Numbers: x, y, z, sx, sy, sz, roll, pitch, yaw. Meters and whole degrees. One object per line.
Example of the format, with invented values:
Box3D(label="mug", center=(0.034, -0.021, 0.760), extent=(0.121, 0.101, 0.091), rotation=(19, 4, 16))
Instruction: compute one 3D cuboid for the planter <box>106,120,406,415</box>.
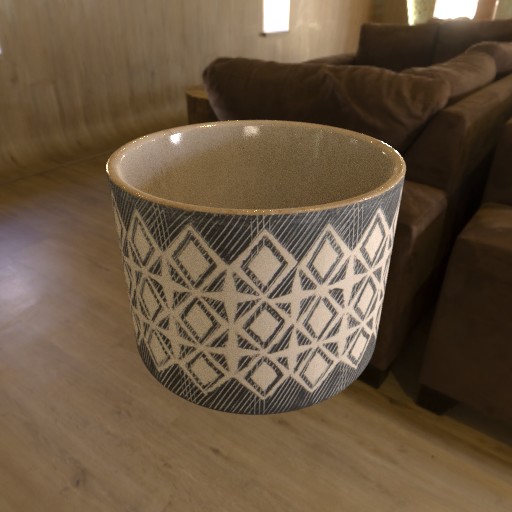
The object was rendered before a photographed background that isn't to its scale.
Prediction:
Box3D(label="planter", center=(0.000, 0.000, 0.220), extent=(0.126, 0.104, 0.126), rotation=(0, 30, 0))
